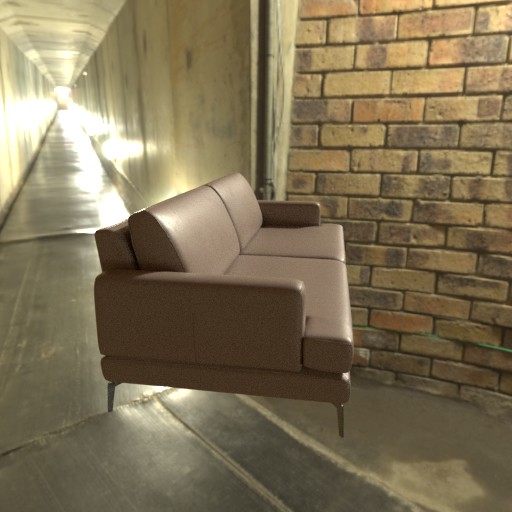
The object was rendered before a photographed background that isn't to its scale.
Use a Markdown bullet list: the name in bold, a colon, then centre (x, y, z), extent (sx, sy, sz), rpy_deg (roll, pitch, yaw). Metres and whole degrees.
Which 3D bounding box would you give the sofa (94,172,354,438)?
- **sofa**: centre (0.000, 0.000, 2.417), extent (0.974, 0.765, 1.940), rpy_deg (3, 16, 9)
